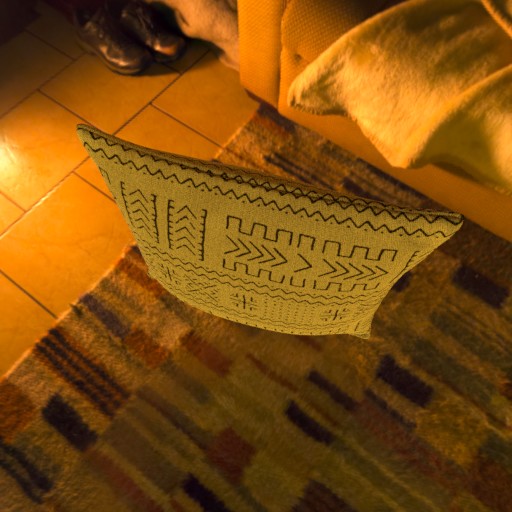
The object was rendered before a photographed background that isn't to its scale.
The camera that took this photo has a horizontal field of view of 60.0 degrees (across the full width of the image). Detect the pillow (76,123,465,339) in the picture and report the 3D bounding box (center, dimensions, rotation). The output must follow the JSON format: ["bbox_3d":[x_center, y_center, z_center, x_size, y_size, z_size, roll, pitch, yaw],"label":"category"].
[{"bbox_3d":[0.000,0.000,0.658,0.438,0.430,0.164,15,65,7],"label":"pillow"}]
